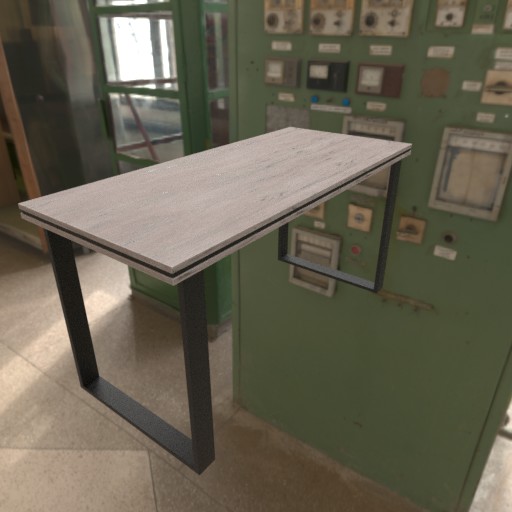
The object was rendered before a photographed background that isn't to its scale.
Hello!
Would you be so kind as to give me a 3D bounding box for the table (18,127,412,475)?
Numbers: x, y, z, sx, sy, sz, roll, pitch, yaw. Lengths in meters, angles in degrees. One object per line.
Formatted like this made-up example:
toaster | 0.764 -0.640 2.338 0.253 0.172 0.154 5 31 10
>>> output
table | 0.000 0.000 2.210 0.795 0.899 1.778 19 33 33
